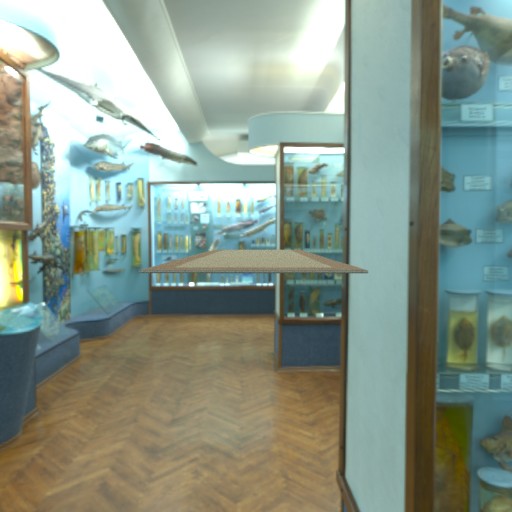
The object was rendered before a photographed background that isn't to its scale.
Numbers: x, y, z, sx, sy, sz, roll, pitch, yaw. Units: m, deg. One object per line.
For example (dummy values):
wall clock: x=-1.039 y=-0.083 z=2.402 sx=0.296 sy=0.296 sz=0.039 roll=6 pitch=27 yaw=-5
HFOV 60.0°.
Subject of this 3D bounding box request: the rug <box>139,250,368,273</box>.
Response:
rug: x=0.000 y=0.000 z=2.669 sx=0.767 sy=0.012 sz=2.430 roll=0 pitch=2 yaw=1
